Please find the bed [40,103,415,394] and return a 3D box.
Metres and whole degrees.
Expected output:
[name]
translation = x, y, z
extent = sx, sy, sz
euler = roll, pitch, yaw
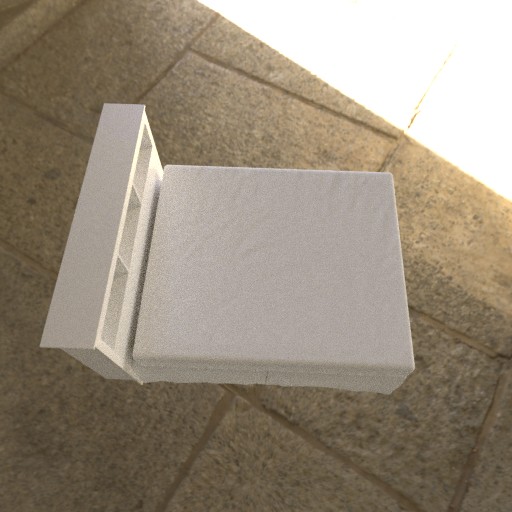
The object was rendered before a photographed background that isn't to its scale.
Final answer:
[bed]
translation = 0.000, 0.000, 3.093
extent = 2.133, 1.092, 1.671
euler = 2, 63, 1
